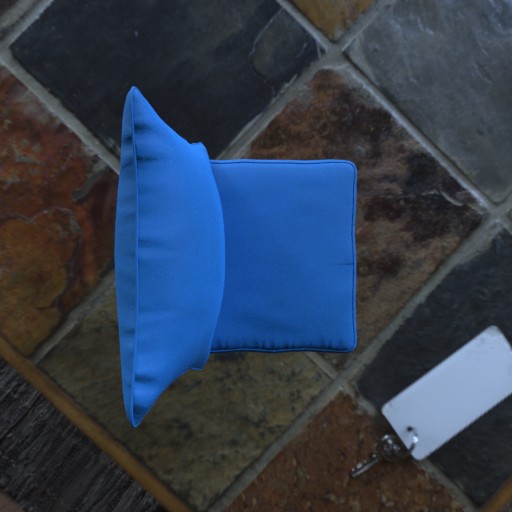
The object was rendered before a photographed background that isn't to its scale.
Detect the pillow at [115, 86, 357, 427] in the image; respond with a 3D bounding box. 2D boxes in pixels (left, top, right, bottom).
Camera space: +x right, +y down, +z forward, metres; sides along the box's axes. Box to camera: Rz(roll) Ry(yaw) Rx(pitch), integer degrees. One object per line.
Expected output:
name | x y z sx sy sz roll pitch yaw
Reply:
pillow | 0.000 0.000 1.343 0.733 0.725 0.798 0 90 -1
